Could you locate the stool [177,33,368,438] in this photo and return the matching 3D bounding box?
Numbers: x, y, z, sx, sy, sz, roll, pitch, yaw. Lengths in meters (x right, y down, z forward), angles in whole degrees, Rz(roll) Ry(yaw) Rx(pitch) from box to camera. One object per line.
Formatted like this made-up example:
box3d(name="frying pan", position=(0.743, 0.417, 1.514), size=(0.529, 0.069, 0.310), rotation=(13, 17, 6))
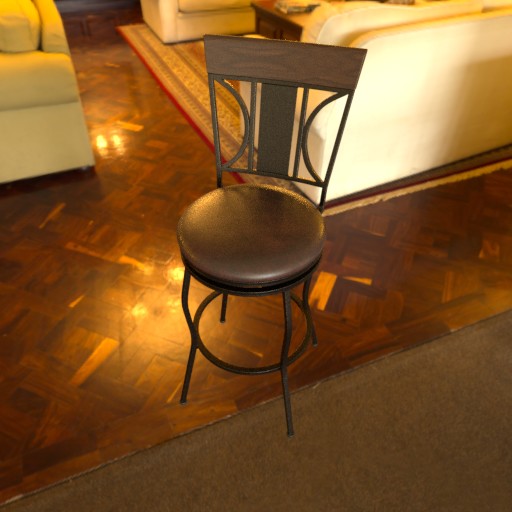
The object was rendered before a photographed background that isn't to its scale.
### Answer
box3d(name="stool", position=(0.000, 0.000, 1.382), size=(0.448, 1.130, 0.513), rotation=(12, 43, 13))
